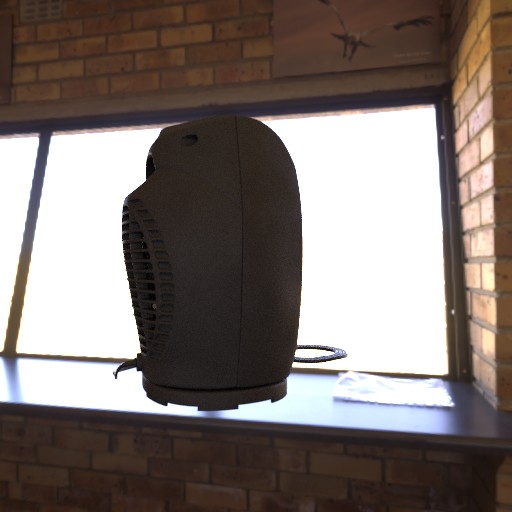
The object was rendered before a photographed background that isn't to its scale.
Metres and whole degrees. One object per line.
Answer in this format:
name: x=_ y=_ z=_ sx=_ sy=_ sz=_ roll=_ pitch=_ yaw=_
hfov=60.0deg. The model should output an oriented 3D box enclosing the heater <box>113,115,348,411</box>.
heater: x=0.000 y=0.000 z=0.477 sx=0.291 sy=0.255 sz=0.239 roll=0 pitch=-1 yaw=-19
